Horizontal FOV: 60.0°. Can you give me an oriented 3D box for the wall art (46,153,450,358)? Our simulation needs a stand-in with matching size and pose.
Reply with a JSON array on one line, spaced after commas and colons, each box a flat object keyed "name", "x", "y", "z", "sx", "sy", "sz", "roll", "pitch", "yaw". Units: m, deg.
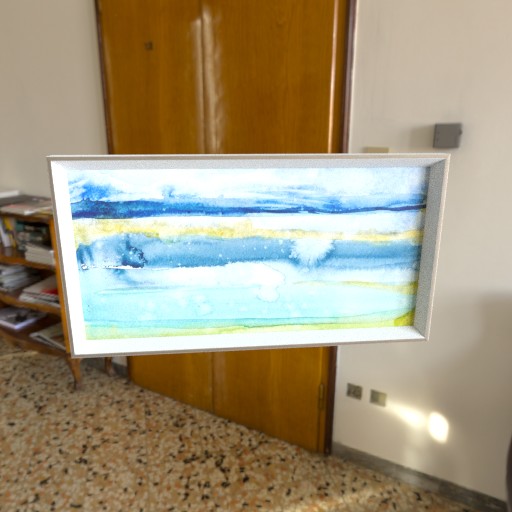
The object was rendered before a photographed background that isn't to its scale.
[{"name": "wall art", "x": 0.000, "y": 0.000, "z": 0.964, "sx": 0.812, "sy": 0.431, "sz": 0.038, "roll": -2, "pitch": 16, "yaw": -6}]
